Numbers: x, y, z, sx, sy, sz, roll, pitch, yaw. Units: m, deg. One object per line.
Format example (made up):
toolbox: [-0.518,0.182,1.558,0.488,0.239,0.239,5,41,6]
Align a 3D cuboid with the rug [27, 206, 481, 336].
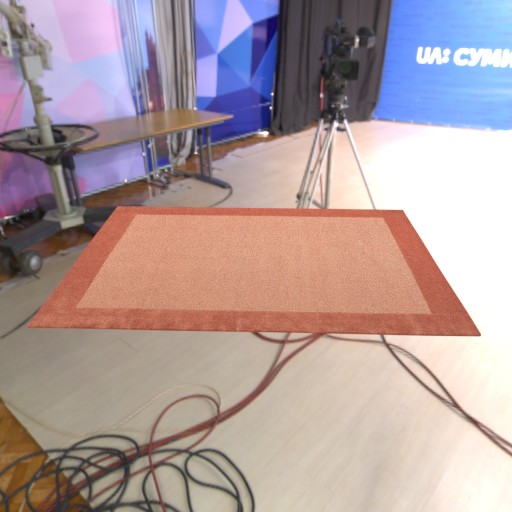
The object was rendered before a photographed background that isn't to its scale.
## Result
rug: [0.000,0.000,2.308,1.829,0.014,1.219,1,30,2]
